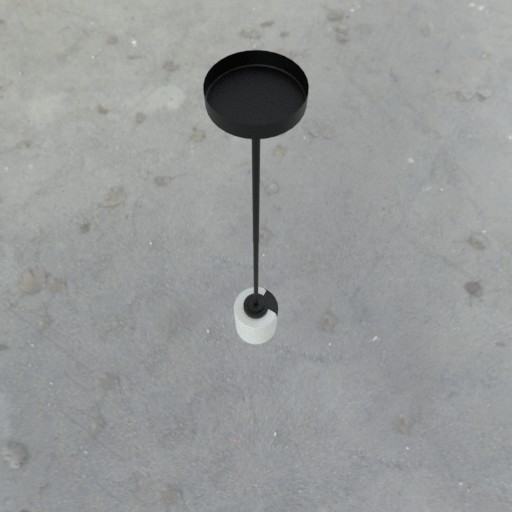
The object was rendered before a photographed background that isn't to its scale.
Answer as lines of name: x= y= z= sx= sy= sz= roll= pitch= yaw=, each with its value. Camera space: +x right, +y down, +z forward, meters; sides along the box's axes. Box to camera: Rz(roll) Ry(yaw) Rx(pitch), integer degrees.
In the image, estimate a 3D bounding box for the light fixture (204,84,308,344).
light fixture: x=0.000 y=0.000 z=0.900 sx=0.123 sy=0.863 sz=0.123 roll=31 pitch=67 yaw=15
